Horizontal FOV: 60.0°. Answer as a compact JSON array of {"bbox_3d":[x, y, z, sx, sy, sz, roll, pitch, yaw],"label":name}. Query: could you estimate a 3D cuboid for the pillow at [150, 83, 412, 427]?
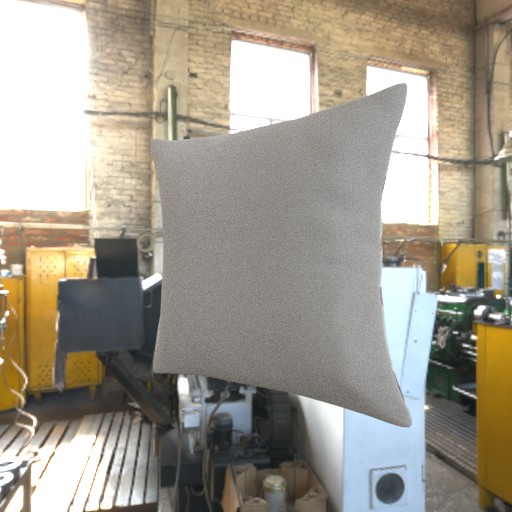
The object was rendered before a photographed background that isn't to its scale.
[{"bbox_3d":[0.000,0.000,0.807,0.552,0.508,0.166,0,-1,35],"label":"pillow"}]
